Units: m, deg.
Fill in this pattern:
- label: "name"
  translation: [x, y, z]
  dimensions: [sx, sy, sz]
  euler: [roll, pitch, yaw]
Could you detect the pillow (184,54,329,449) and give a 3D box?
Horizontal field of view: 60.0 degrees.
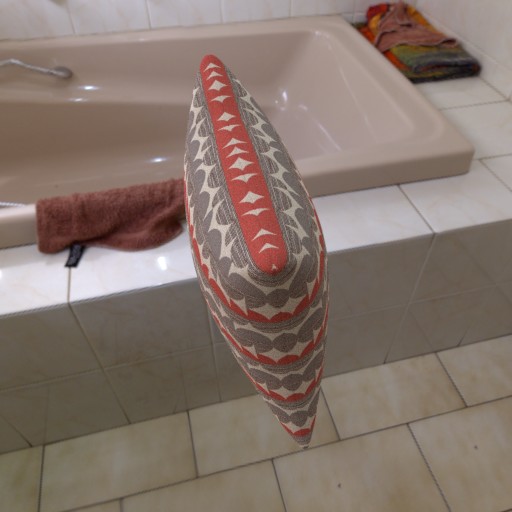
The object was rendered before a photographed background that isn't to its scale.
- label: "pillow"
  translation: [0.000, 0.000, 0.634]
  dimensions: [0.180, 0.410, 0.420]
  euler: [-8, 47, -8]
